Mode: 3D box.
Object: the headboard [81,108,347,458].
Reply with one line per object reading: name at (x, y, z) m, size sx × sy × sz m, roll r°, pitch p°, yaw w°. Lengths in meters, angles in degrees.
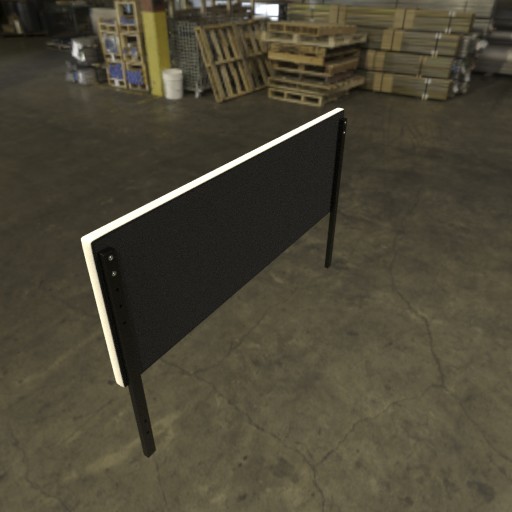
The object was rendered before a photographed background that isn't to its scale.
headboard at (0.000, 0.000, 2.919) m, size 0.120 × 1.410 × 2.362 m, roll 20°, pitch 38°, yaw 28°
